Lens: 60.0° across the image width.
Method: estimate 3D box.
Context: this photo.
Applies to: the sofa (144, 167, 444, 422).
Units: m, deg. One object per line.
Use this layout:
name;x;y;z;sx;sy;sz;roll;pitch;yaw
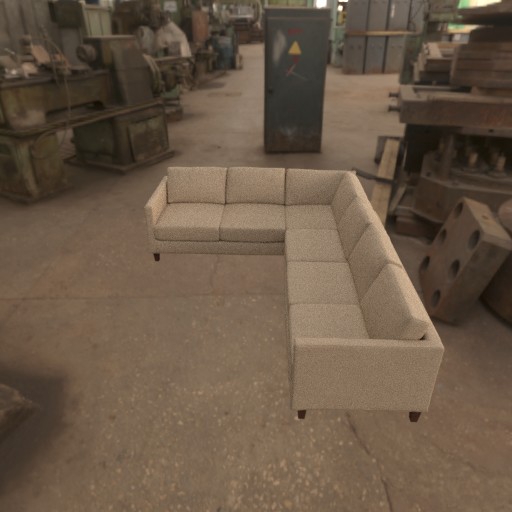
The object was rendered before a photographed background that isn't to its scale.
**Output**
sofa;0.000;0.000;4.242;2.432;0.863;3.182;1;29;2
